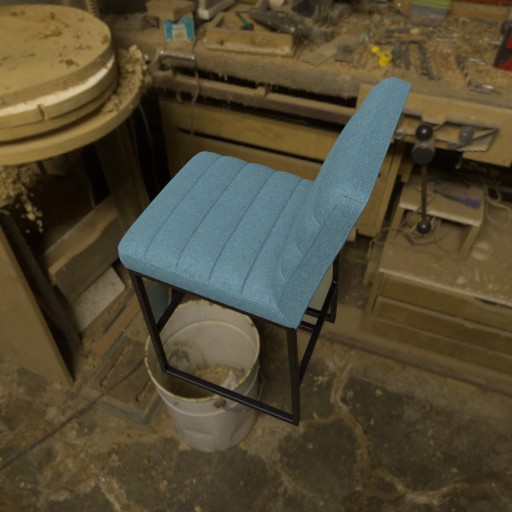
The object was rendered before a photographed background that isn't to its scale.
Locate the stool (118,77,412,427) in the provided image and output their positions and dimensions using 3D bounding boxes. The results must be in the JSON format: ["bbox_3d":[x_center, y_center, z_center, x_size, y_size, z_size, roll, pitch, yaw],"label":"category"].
[{"bbox_3d":[0.000,0.000,1.236,0.560,0.940,0.460,17,49,15],"label":"stool"}]
